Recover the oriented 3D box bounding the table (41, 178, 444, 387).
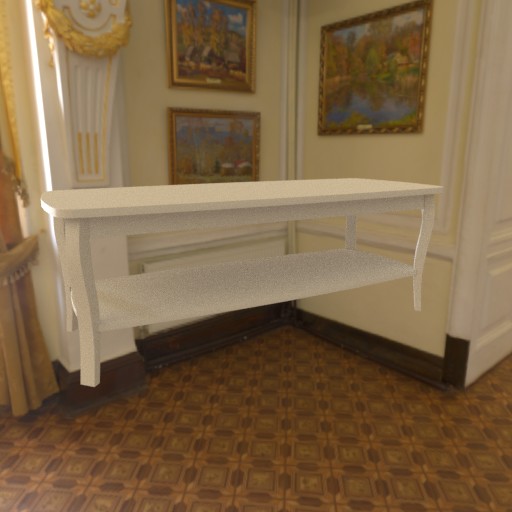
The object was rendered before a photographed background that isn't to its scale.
[{"bbox_3d":[0.000,0.000,1.574,1.334,0.474,0.561,-7,16,-27],"label":"table"}]
